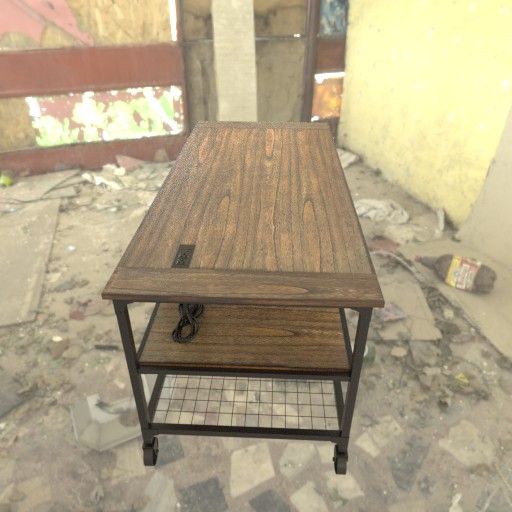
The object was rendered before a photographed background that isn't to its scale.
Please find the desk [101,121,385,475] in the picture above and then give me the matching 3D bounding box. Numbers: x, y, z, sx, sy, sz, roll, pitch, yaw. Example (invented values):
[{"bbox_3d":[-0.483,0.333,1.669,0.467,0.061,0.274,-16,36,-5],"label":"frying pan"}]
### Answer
[{"bbox_3d":[0.000,0.000,1.964,0.711,0.751,1.590,1,33,2],"label":"desk"}]
